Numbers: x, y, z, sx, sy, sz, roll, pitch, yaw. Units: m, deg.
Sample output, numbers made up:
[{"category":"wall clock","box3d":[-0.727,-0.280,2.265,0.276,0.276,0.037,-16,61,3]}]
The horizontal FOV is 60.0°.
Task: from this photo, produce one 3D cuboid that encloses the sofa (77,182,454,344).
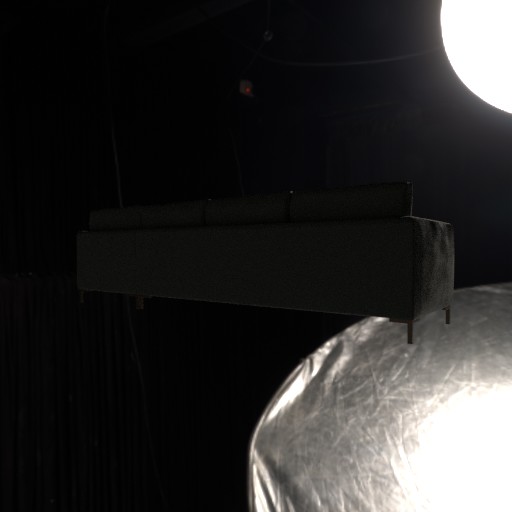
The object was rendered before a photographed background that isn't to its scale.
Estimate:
[{"category":"sofa","box3d":[0.000,0.000,3.255,2.725,0.756,1.255,1,1,37]}]
